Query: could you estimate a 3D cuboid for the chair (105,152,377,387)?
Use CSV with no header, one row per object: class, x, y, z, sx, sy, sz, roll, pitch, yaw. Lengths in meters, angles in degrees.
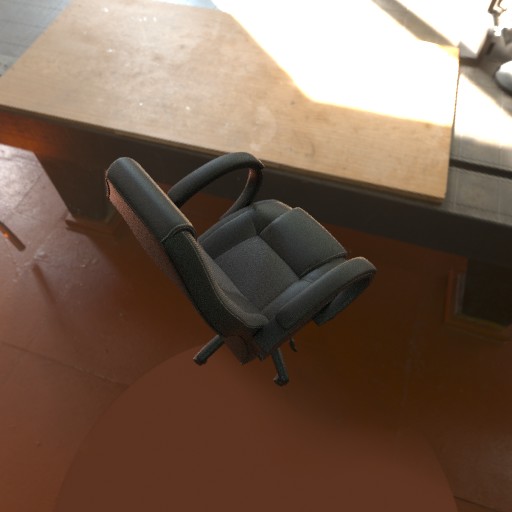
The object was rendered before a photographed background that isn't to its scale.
chair,0.000,0.000,1.588,0.724,1.187,0.673,-34,64,-19
